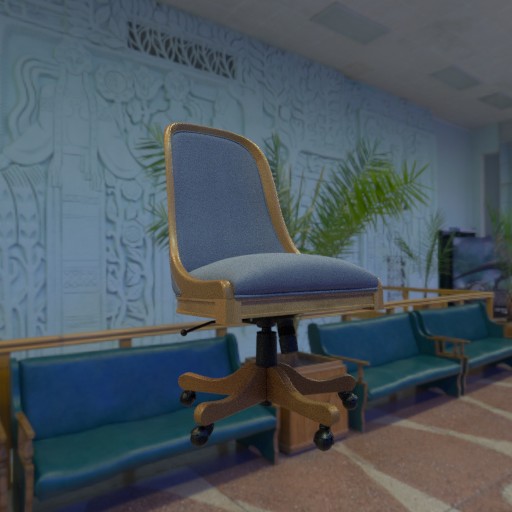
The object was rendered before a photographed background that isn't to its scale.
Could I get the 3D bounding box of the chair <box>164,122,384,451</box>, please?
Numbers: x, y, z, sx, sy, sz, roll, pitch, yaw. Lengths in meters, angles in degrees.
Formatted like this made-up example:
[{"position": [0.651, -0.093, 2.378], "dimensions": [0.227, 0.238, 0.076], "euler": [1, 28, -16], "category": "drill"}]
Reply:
[{"position": [0.000, 0.000, 1.462], "dimensions": [0.605, 1.031, 0.735], "euler": [0, 0, -35], "category": "chair"}]
